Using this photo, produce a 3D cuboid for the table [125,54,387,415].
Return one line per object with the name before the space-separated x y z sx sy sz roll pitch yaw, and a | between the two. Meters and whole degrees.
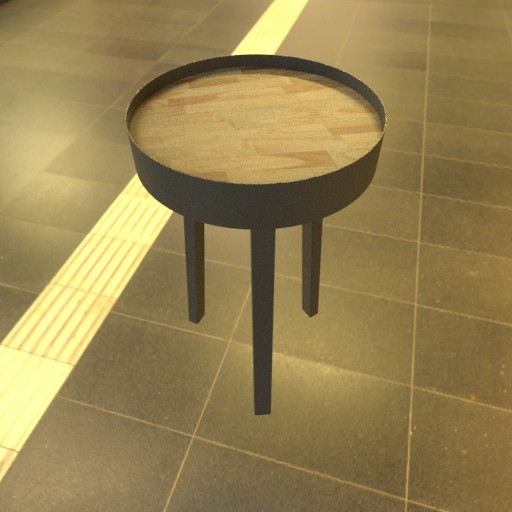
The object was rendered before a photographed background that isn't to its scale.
table | 0.000 0.000 0.949 0.406 0.686 0.406 -2 46 -2
